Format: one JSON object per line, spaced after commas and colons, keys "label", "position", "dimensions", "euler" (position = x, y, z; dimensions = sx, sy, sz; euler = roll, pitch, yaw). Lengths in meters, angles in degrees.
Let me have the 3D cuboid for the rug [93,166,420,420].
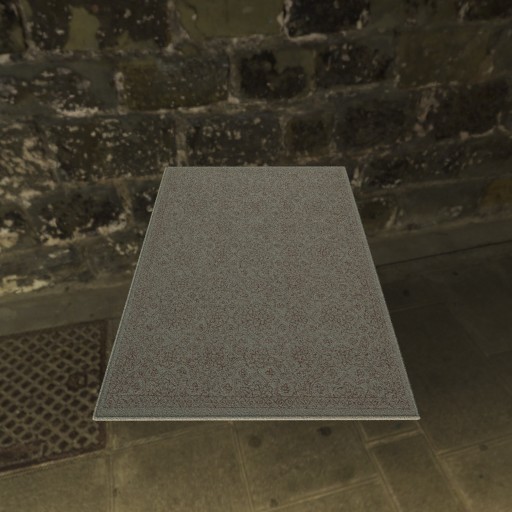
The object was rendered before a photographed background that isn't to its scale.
{"label": "rug", "position": [0.000, 0.000, 2.325], "dimensions": [1.219, 0.010, 1.829], "euler": [0, 42, 0]}
